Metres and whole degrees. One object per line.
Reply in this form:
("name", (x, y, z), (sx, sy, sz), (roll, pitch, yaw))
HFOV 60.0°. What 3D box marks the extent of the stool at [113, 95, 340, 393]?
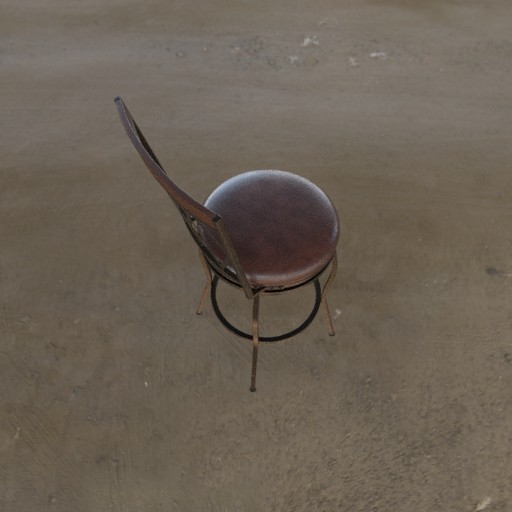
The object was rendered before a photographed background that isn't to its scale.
("stool", (0.000, 0.000, 1.407), (0.521, 1.134, 0.432), (-30, 62, -18))
